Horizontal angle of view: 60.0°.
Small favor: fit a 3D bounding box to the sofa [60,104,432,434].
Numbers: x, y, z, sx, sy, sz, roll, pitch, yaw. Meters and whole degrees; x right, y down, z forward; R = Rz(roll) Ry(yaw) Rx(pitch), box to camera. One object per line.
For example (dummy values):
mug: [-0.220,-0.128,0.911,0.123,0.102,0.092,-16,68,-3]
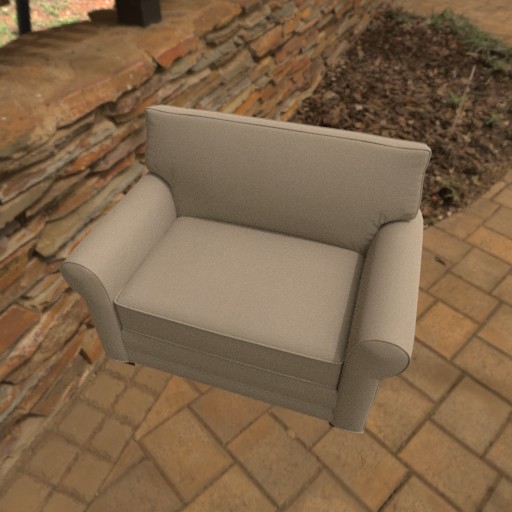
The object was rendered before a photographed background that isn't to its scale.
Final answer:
sofa: [0.000,0.000,2.034,1.405,1.006,0.937,13,44,13]
